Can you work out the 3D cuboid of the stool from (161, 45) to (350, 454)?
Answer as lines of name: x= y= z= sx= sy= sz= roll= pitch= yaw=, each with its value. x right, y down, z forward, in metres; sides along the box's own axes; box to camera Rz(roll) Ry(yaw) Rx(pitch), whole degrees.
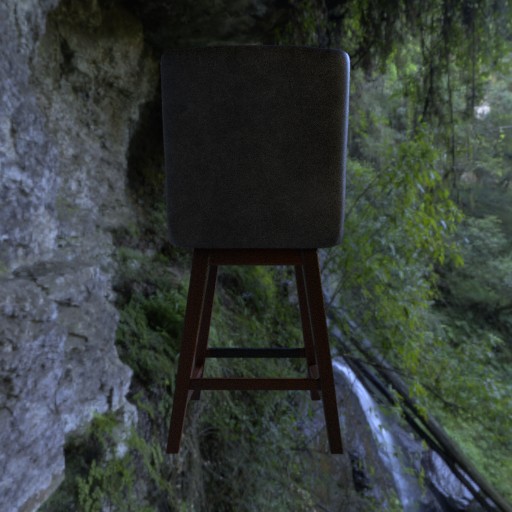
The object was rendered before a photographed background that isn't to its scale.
stool: x=0.000 y=0.000 z=1.371 sx=0.492 sy=1.046 sz=0.587 roll=0 pitch=0 yaw=0
